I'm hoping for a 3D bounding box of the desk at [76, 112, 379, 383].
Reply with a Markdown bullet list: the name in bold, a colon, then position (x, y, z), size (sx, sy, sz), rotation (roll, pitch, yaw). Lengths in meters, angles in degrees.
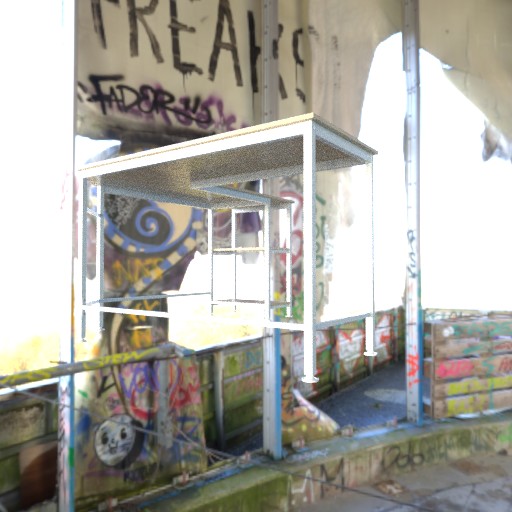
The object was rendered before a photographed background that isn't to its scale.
- **desk**: position (0.000, 0.000, 2.167), size (1.379, 0.739, 1.379), rotation (-1, -2, 36)
